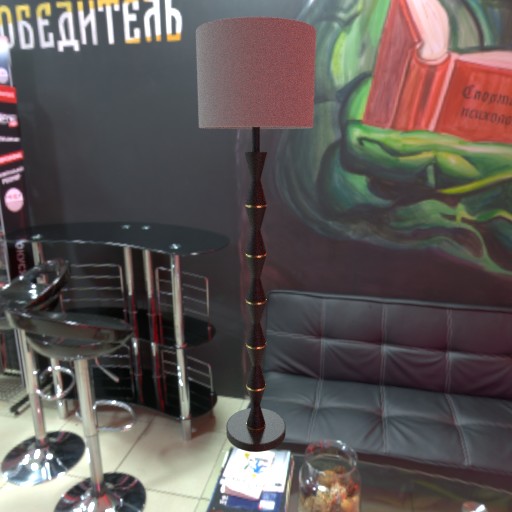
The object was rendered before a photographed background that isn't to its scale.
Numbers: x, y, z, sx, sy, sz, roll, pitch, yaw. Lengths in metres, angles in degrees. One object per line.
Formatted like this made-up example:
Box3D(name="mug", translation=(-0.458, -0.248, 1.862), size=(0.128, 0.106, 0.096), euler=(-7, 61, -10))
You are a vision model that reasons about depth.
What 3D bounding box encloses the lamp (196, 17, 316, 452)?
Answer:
Box3D(name="lamp", translation=(0.000, 0.000, 1.607), size=(0.381, 1.480, 0.381), euler=(-14, 21, -43))
